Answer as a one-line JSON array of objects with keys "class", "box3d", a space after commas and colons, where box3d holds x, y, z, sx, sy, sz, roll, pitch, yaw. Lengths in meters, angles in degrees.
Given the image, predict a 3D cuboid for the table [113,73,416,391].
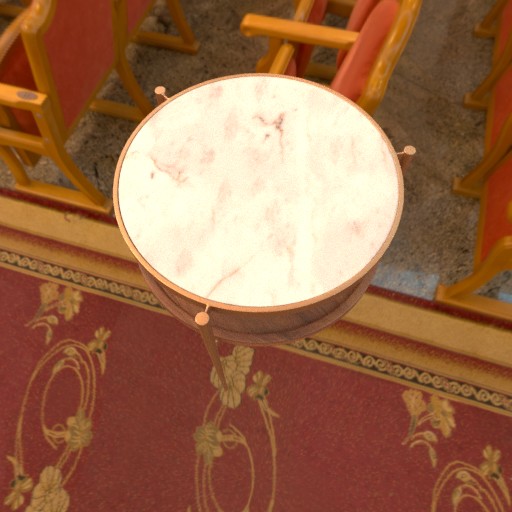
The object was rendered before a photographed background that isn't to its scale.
[{"class": "table", "box3d": [0.000, 0.000, 0.860, 0.430, 0.493, 0.456, 16, 65, 8]}]
